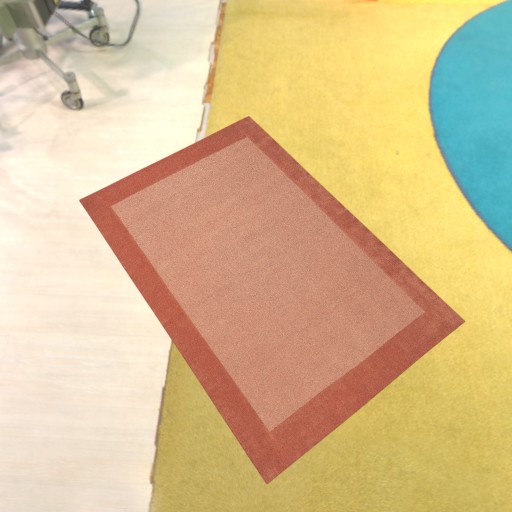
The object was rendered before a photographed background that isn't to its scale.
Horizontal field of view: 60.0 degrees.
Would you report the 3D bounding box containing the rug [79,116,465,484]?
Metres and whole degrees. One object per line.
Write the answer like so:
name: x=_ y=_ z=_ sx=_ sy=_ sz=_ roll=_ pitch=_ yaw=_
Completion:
rug: x=0.000 y=0.000 z=2.382 sx=1.219 sy=0.014 sz=1.829 roll=-32 pitch=63 yaw=-18
